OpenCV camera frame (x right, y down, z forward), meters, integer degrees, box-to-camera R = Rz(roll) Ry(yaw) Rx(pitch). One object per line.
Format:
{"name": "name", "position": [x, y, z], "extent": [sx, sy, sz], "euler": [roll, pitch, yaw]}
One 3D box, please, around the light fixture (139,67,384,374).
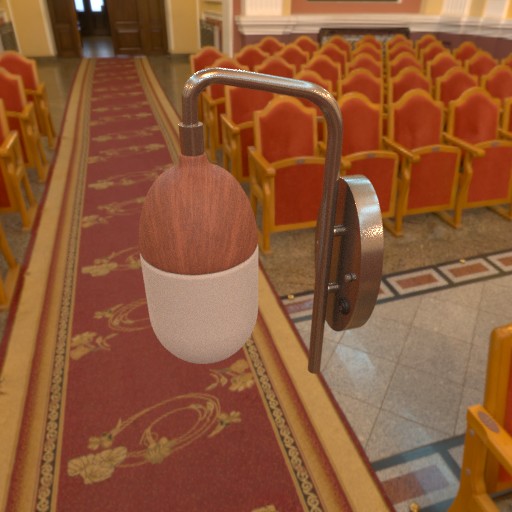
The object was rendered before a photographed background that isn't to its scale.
{"name": "light fixture", "position": [0.000, 0.000, 0.431], "extent": [0.216, 0.343, 0.108], "euler": [-8, 32, -14]}
